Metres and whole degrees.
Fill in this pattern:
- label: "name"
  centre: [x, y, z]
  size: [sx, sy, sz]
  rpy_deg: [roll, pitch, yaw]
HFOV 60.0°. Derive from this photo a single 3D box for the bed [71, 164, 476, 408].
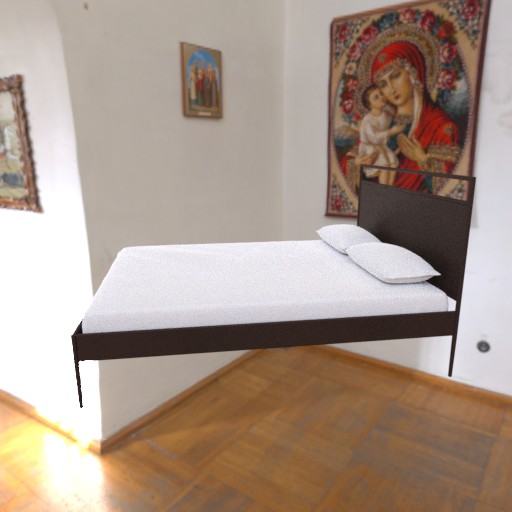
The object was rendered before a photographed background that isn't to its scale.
- label: "bed"
  centre: [0.000, 0.000, 3.080]
  size: [2.122, 1.173, 1.572]
  rpy_deg: [-2, 14, -9]
